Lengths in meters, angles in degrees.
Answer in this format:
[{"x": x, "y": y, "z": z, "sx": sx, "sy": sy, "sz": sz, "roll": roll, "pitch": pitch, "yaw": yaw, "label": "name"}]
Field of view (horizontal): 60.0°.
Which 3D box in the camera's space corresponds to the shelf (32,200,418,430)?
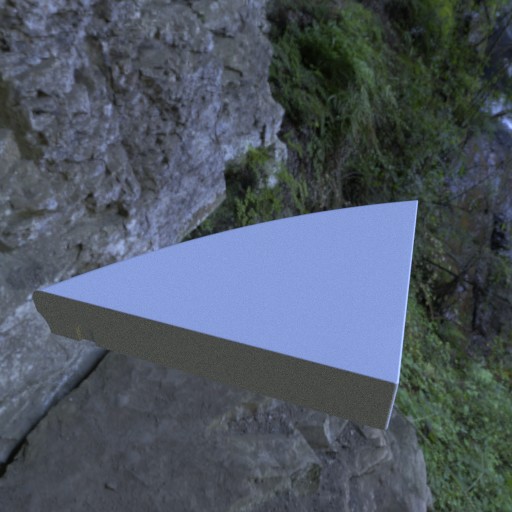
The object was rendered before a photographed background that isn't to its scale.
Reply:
[{"x": 0.000, "y": 0.000, "z": 0.474, "sx": 0.310, "sy": 0.050, "sz": 0.310, "roll": 11, "pitch": 34, "yaw": 16, "label": "shelf"}]
